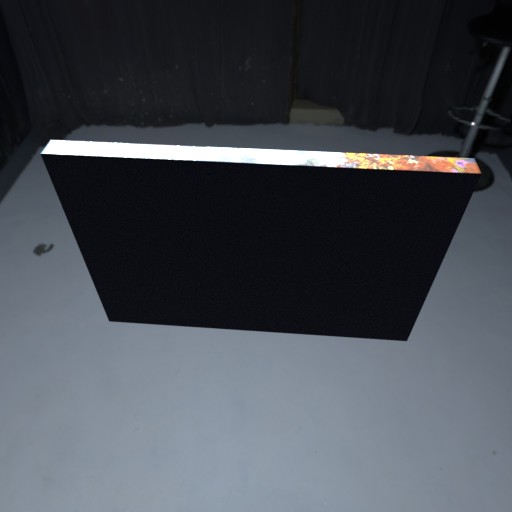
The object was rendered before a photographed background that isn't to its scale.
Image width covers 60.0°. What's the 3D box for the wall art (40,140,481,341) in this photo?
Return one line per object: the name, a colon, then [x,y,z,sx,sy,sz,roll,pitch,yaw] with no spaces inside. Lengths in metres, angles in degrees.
wall art: [0.000,0.000,0.770,0.610,0.406,0.037,3,46,3]
